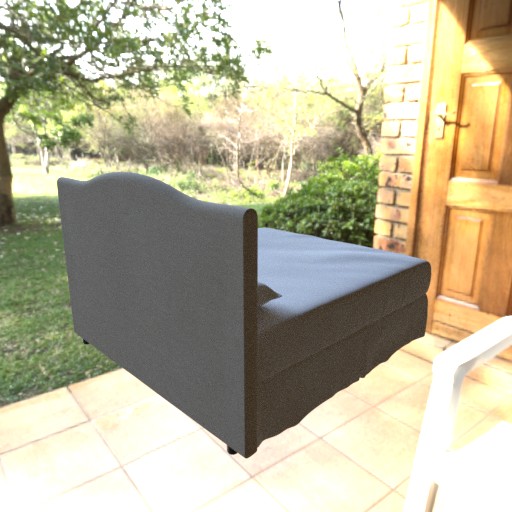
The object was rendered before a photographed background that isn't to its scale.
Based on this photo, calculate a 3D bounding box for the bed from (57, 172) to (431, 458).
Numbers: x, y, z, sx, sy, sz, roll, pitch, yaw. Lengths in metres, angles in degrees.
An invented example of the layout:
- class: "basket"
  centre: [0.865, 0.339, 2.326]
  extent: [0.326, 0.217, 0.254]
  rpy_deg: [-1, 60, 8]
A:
- class: "bed"
  centre: [0.000, 0.000, 3.495]
  extent: [2.182, 1.421, 2.083]
  rpy_deg: [-15, 21, -42]
